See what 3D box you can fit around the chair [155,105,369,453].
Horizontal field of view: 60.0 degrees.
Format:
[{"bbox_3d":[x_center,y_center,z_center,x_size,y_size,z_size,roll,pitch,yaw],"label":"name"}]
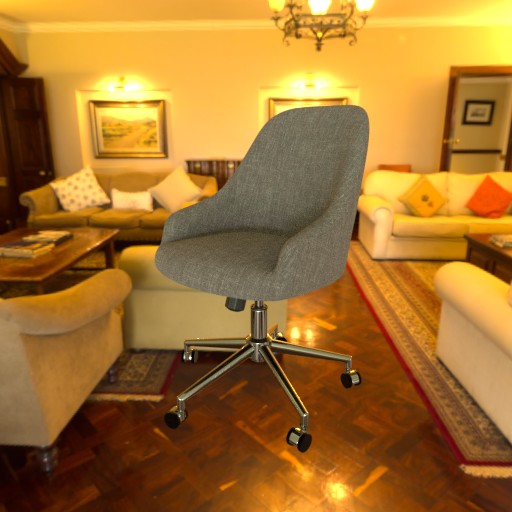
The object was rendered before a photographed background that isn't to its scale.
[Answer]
[{"bbox_3d":[0.000,0.000,1.439,0.671,0.950,0.712,15,21,42],"label":"chair"}]
